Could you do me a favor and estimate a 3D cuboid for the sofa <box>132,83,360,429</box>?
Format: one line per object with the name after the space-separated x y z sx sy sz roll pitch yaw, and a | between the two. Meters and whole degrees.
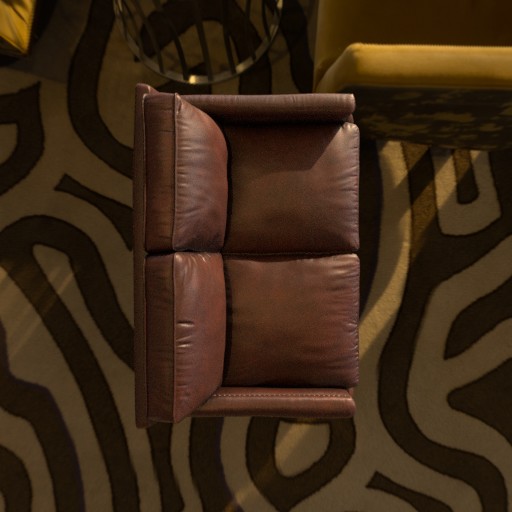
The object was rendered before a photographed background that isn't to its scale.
0.000 0.000 2.279 1.083 1.003 1.628 0 90 -1 | sofa
